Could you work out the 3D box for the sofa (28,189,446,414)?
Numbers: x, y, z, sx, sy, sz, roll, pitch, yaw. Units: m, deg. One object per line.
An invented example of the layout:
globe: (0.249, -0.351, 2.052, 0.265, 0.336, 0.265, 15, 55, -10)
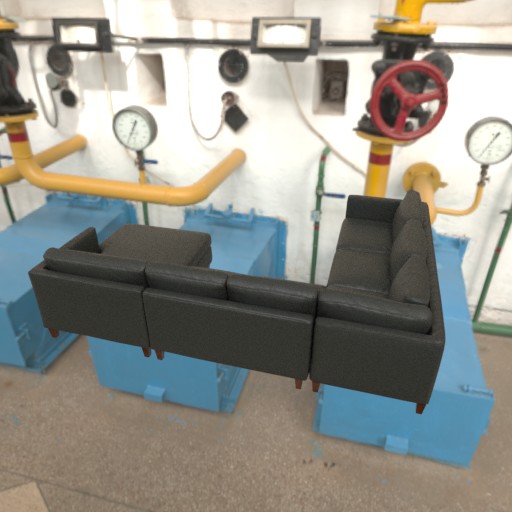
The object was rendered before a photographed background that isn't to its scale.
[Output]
sofa: (0.000, 0.000, 4.630, 3.460, 0.923, 2.593, 8, 31, 14)
